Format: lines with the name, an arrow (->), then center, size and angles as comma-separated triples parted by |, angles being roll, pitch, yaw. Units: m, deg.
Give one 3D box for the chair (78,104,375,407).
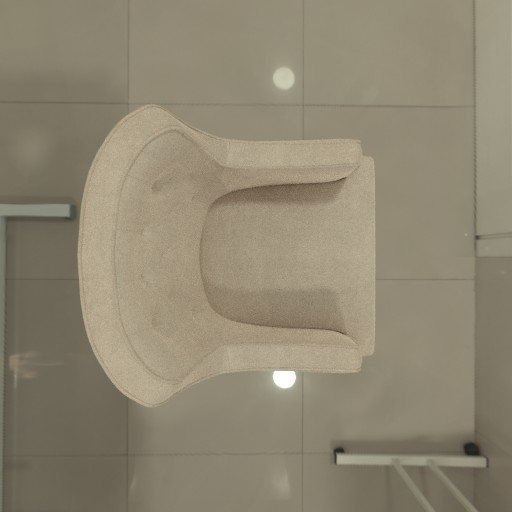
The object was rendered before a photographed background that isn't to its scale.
chair -> 0.000, 0.000, 1.558 | 0.910, 0.920, 0.781 | 0, 90, -1
